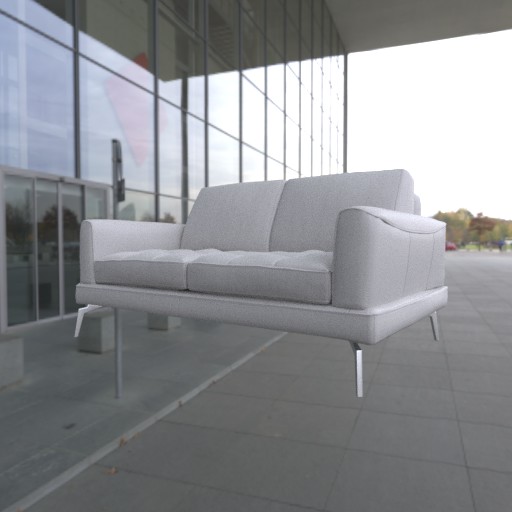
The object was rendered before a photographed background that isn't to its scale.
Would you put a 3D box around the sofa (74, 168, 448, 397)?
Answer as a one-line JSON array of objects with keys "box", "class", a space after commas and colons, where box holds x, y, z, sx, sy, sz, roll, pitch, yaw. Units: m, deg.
[{"box": [0.000, 0.000, 2.446, 1.819, 0.930, 1.121, 1, 2, 36], "class": "sofa"}]
